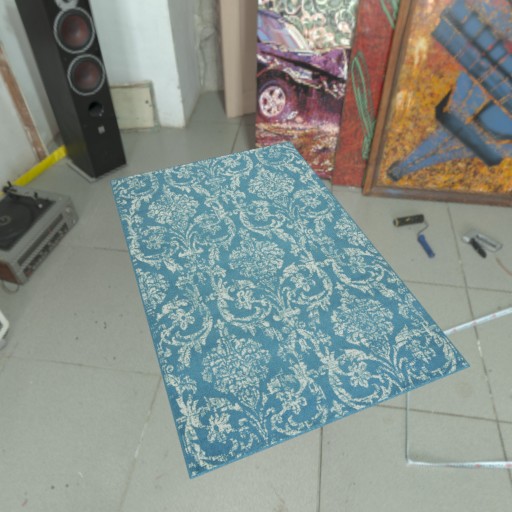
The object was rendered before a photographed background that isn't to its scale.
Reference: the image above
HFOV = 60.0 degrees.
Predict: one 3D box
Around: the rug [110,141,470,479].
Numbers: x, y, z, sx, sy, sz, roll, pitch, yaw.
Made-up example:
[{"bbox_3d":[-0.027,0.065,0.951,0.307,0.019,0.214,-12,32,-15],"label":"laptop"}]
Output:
[{"bbox_3d":[0.000,0.000,3.428,1.816,0.018,2.746,-16,49,-14],"label":"rug"}]
